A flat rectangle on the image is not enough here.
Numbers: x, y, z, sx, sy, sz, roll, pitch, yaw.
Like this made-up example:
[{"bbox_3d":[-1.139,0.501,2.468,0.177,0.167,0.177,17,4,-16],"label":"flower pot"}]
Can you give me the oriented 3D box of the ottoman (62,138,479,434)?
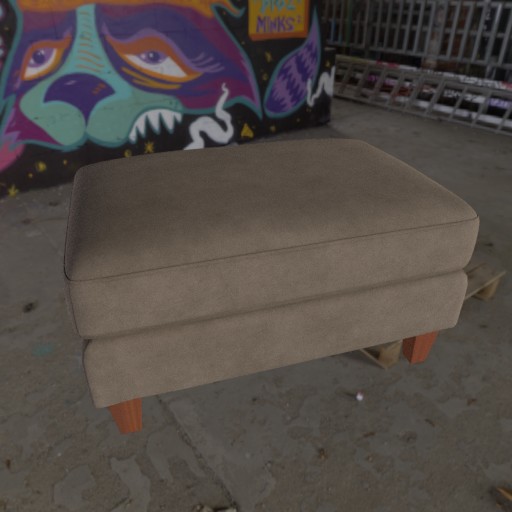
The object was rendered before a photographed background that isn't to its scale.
[{"bbox_3d":[0.000,0.000,1.146,0.864,0.483,0.584,-9,33,-14],"label":"ottoman"}]
